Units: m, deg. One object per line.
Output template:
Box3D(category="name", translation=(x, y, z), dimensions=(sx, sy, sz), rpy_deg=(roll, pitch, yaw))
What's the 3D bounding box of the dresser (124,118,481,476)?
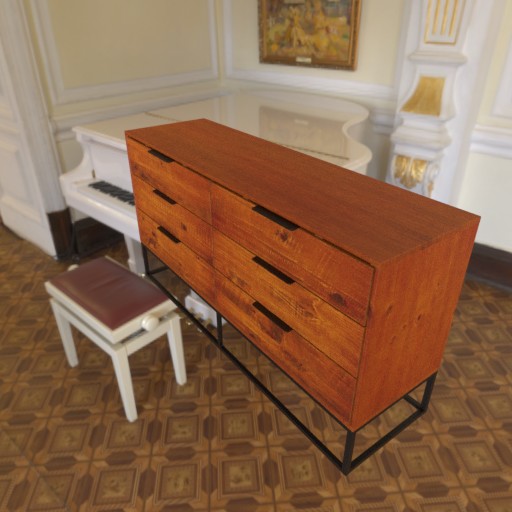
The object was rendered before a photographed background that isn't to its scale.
Box3D(category="dresser", translation=(0.000, 0.000, 1.883), dimensions=(0.464, 0.810, 1.536), rpy_deg=(-20, 36, -31))
